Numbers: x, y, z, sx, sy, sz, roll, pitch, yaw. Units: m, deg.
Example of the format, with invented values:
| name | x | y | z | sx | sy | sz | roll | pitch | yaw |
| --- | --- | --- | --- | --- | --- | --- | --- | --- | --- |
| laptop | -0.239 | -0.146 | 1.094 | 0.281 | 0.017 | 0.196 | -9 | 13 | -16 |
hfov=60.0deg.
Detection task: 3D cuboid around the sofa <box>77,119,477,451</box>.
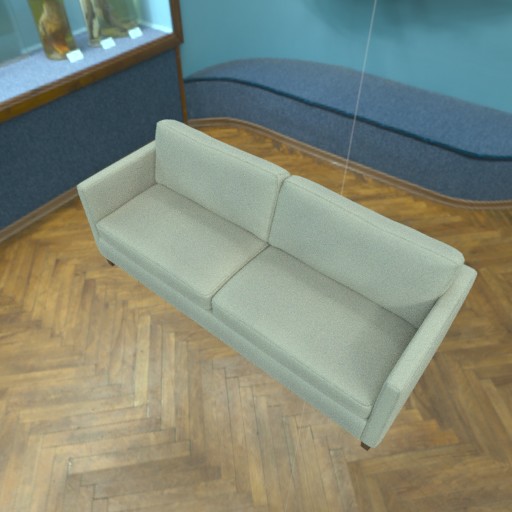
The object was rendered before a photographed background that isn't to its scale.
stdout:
| name | x | y | z | sx | sy | sz | roll | pitch | yaw |
| --- | --- | --- | --- | --- | --- | --- | --- | --- | --- |
| sofa | 0.000 | 0.000 | 2.844 | 2.361 | 0.968 | 0.951 | 30 | 53 | 26 |
